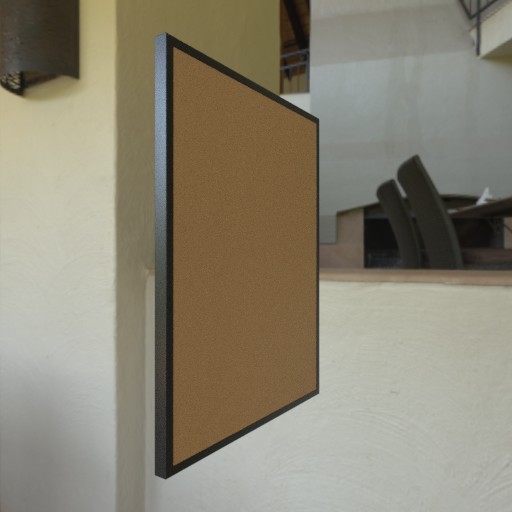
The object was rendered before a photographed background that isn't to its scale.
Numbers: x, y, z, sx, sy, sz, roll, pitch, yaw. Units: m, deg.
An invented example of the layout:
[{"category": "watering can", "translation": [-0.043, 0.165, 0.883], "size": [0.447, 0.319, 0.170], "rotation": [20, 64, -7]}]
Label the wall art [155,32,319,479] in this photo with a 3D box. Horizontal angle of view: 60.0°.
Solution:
[{"category": "wall art", "translation": [0.000, 0.000, 1.392], "size": [0.039, 1.061, 0.804], "rotation": [0, 0, 35]}]
